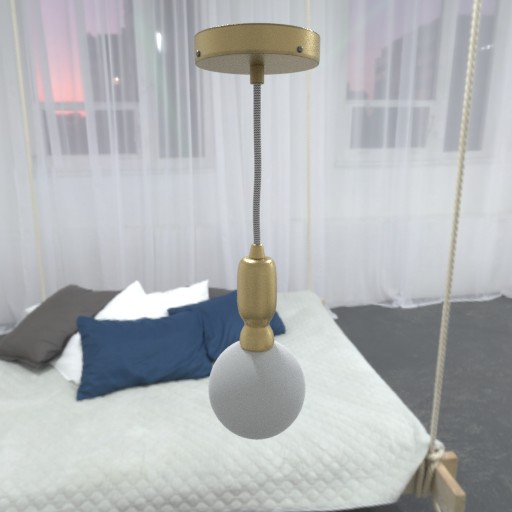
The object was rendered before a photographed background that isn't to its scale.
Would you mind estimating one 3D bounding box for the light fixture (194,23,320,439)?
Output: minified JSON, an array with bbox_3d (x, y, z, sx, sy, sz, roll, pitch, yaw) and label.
[{"bbox_3d":[0.000,0.000,0.568,0.146,0.510,0.147,-7,16,-27],"label":"light fixture"}]
